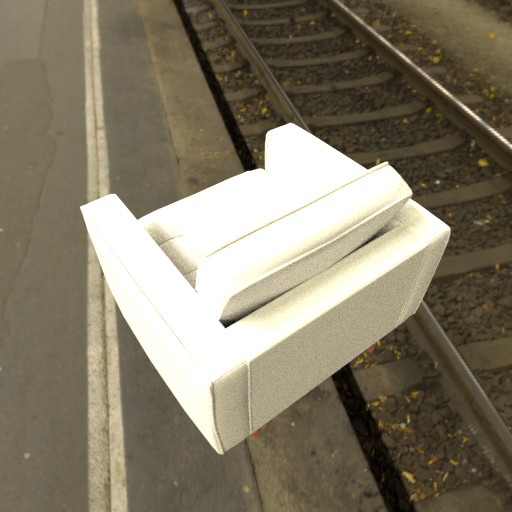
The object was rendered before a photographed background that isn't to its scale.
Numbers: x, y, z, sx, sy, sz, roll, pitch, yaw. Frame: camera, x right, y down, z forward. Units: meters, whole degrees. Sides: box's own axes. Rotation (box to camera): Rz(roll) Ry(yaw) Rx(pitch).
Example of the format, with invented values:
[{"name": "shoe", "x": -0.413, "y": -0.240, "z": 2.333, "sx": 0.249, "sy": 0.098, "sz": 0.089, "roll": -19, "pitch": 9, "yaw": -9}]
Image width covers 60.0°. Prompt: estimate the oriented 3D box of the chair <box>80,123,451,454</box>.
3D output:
[{"name": "chair", "x": 0.000, "y": 0.000, "z": 1.539, "sx": 0.928, "sy": 0.773, "sz": 0.843, "roll": -28, "pitch": 53, "yaw": -24}]
